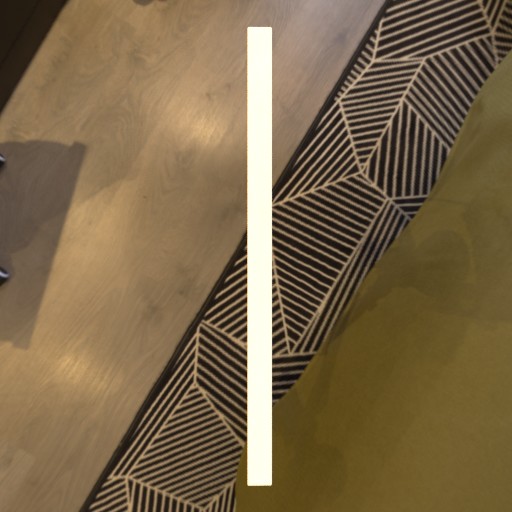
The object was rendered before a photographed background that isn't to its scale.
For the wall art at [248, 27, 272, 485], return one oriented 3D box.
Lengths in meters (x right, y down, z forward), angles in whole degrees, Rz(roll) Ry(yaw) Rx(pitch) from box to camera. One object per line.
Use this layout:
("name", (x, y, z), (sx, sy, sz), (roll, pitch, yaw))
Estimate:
("wall art", (0.000, 0.000, 1.116), (0.040, 0.762, 0.762), (0, 90, -1))
